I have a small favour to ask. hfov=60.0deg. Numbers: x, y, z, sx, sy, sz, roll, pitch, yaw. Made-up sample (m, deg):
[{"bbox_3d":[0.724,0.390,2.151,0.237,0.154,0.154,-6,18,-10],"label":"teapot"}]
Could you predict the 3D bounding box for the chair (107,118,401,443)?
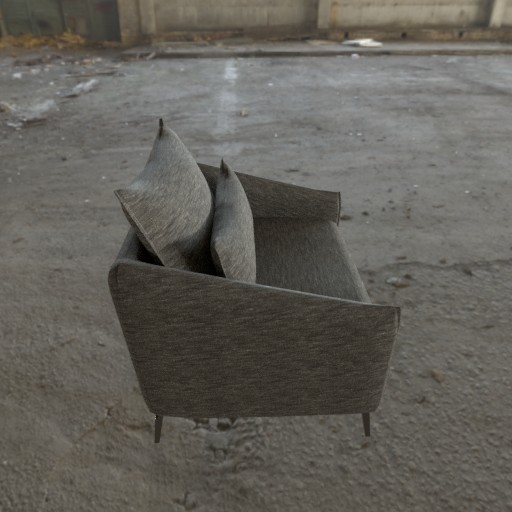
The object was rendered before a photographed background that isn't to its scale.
[{"bbox_3d":[0.000,0.000,1.649,0.805,0.842,1.004,-1,30,-2],"label":"chair"}]
